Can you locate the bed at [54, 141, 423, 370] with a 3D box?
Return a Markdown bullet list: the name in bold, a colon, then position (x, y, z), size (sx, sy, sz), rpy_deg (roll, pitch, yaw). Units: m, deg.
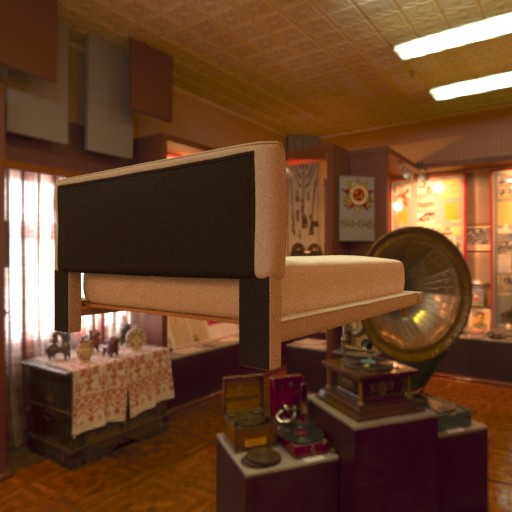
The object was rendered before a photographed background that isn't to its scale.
- **bed**: position (0.000, 0.000, 3.654), size (1.980, 1.126, 2.498), rpy_deg (0, 0, 37)
